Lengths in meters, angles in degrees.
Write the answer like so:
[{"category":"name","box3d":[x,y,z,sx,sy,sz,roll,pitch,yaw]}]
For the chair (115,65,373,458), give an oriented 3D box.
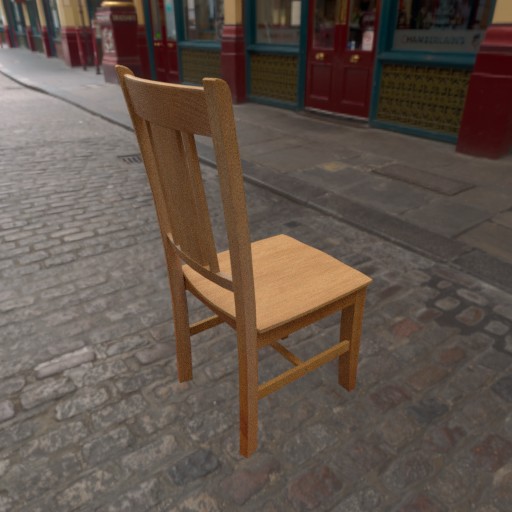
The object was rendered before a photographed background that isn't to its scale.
[{"category":"chair","box3d":[0.000,0.000,1.262,0.556,0.998,0.450,-19,32,-32]}]
